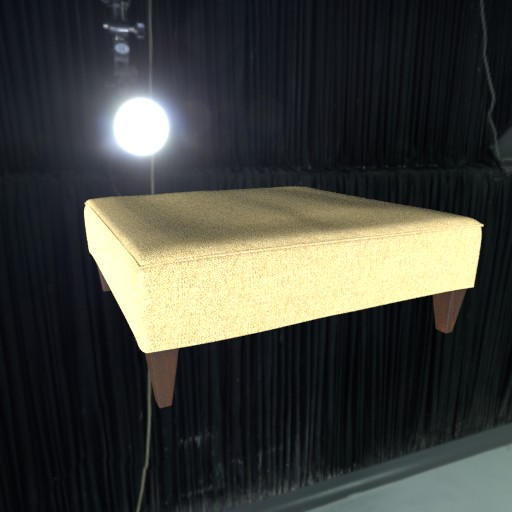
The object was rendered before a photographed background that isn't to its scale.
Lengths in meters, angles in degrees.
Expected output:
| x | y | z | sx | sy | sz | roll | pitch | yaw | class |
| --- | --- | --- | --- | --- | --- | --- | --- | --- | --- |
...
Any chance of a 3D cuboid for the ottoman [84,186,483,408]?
| x | y | z | sx | sy | sz | roll | pitch | yaw | class |
| --- | --- | --- | --- | --- | --- | --- | --- | --- | --- |
| 0.000 | 0.000 | 1.496 | 0.981 | 0.378 | 0.970 | -7 | 16 | -25 | ottoman |
